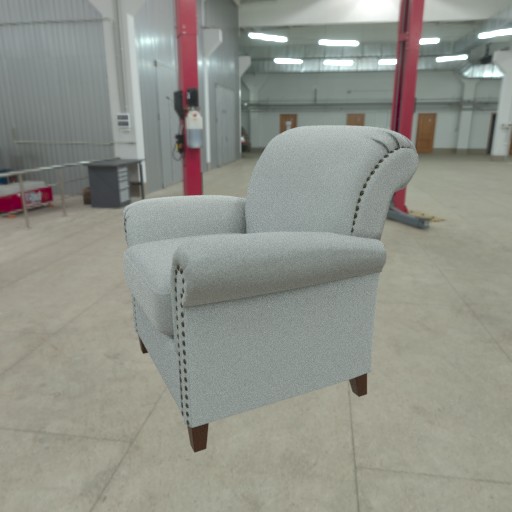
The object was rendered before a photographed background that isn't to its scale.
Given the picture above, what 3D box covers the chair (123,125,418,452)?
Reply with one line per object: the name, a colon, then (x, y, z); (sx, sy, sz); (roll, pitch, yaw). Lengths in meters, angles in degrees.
chair: (0.000, 0.000, 1.640); (0.890, 0.927, 0.854); (-8, 18, -25)
